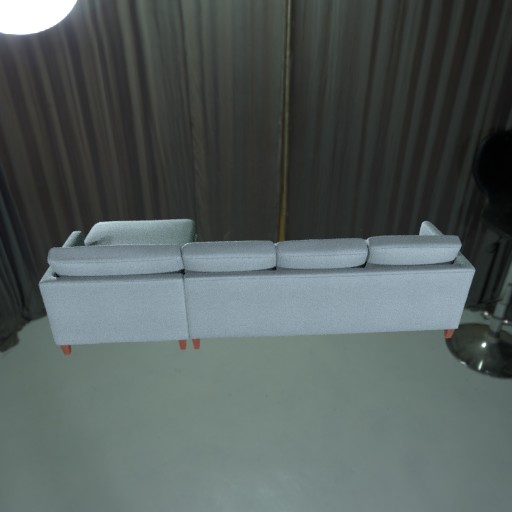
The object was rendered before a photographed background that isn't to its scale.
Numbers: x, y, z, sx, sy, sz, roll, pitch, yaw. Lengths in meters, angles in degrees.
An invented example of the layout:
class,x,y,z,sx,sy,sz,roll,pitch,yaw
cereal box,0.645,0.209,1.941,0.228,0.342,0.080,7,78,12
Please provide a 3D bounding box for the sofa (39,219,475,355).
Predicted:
class,x,y,z,sx,sy,sz,roll,pitch,yaw
sofa,0.000,0.000,4.256,3.471,0.950,1.604,-2,30,-3
